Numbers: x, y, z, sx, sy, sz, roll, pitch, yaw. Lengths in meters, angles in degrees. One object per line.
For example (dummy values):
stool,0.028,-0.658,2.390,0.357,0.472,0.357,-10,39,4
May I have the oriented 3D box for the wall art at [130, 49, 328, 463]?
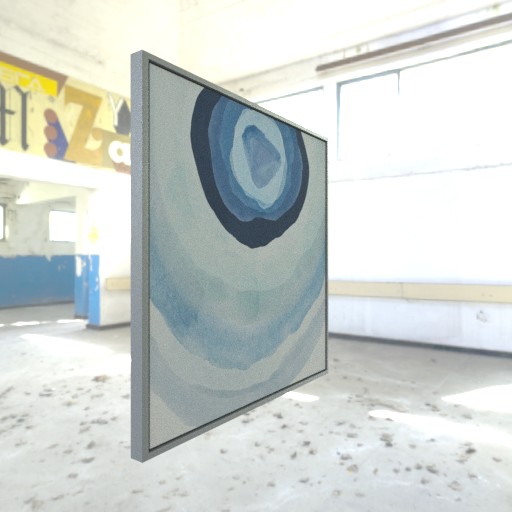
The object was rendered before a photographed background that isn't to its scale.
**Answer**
wall art,0.000,0.000,1.203,0.038,0.807,0.809,0,0,36
